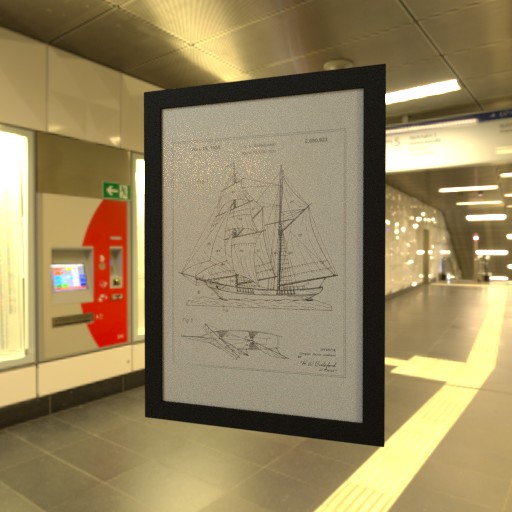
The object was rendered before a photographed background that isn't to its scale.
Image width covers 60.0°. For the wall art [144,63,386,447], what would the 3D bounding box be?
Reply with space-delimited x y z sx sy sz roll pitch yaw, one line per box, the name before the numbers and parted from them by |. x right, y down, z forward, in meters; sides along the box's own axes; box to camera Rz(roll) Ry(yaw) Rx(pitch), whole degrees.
wall art | 0.000 0.000 0.583 0.326 0.459 0.011 0 1 17
